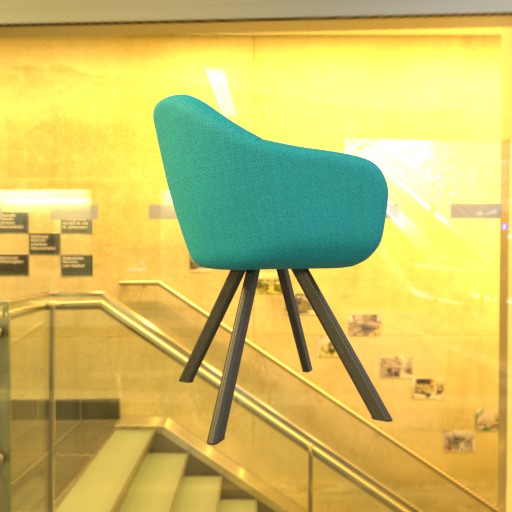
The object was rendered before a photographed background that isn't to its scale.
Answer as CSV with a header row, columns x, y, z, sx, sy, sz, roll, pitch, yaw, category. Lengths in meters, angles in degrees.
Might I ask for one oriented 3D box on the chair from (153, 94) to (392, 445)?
x,y,z,sx,sy,sz,roll,pitch,yaw,category
0.000,0.000,1.221,0.550,0.795,0.590,0,1,-17,chair
